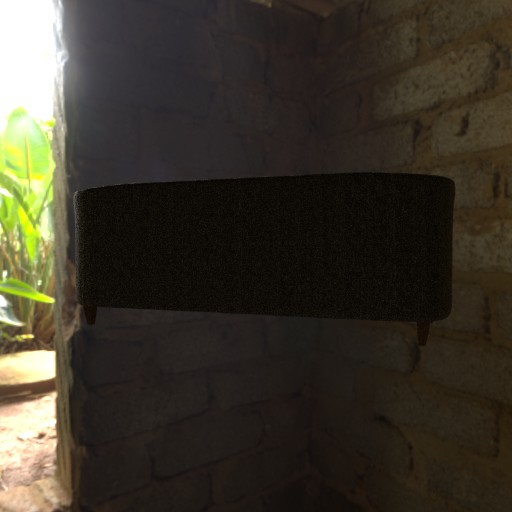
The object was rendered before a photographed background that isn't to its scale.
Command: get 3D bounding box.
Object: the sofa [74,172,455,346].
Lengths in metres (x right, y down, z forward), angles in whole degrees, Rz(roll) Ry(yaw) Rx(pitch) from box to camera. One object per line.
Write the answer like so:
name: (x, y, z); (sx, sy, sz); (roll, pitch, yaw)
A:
sofa: (0.000, 0.000, 2.806); (2.278, 0.855, 0.941); (0, 1, 18)
